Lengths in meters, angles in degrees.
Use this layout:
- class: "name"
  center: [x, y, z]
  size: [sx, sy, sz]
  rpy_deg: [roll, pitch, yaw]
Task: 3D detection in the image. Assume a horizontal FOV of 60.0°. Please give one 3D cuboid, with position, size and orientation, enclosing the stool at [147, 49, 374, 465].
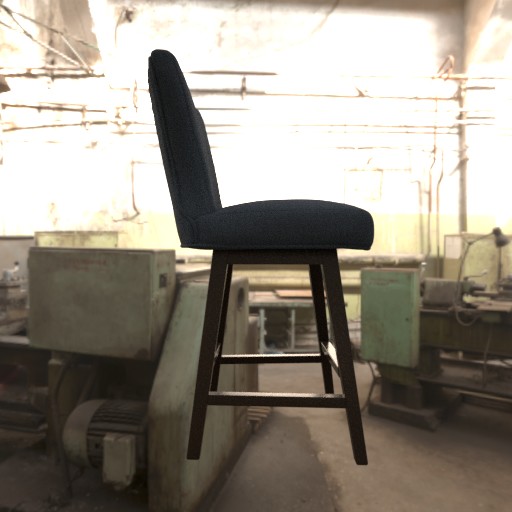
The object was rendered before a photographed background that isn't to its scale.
- class: "stool"
  center: [0.000, 0.000, 1.302]
  size: [0.574, 1.000, 0.514]
  rpy_deg: [0, 1, 0]
